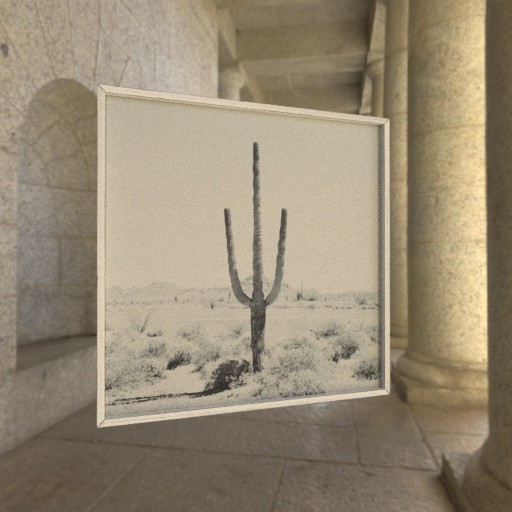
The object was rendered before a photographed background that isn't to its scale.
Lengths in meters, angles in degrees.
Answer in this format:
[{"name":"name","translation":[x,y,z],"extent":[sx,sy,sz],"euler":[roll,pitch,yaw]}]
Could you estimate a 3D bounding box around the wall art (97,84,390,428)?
[{"name":"wall art","translation":[0.000,0.000,0.753],"extent":[0.508,0.508,0.038],"euler":[0,0,-19]}]
